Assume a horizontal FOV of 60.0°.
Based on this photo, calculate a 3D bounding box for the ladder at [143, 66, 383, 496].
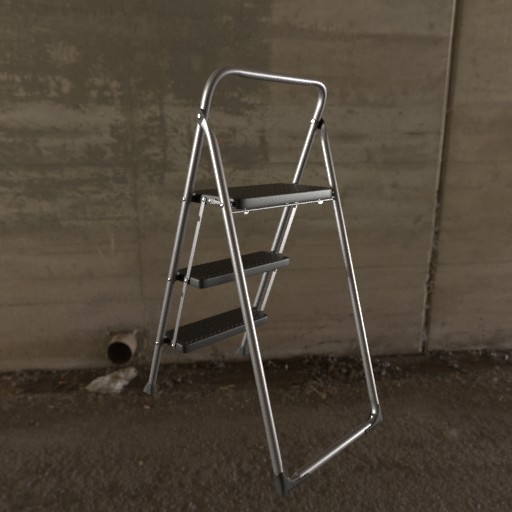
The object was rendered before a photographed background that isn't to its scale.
[{"bbox_3d":[0.000,0.000,1.242,0.430,0.945,0.629,-13,19,-41],"label":"ladder"}]
